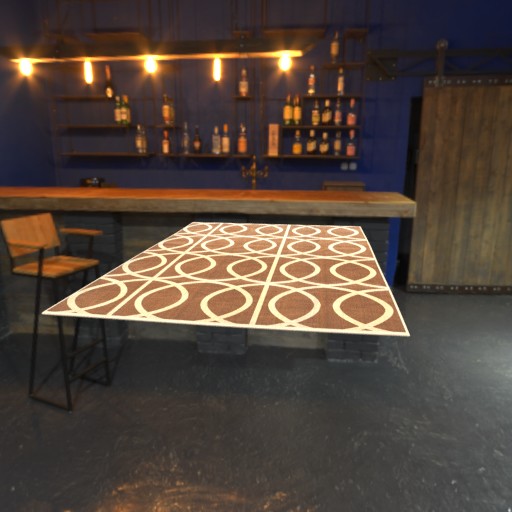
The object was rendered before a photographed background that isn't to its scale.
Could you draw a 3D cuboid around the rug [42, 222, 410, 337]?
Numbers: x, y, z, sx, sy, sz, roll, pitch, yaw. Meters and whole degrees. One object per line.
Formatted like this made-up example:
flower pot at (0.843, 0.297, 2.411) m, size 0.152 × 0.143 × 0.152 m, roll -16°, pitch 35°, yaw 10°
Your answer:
rug at (0.000, 0.000, 2.877) m, size 1.528 × 0.014 × 2.294 m, roll 2°, pitch 14°, yaw 8°
